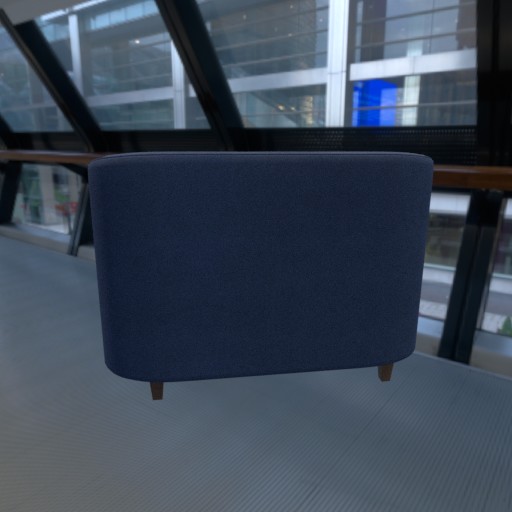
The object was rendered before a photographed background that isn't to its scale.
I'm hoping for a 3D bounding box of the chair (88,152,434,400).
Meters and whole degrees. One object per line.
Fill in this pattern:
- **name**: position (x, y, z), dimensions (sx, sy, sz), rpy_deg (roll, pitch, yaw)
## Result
- **chair**: position (0.000, 0.000, 1.721), dimensions (1.118, 0.787, 0.914), rpy_deg (-2, 13, -9)
